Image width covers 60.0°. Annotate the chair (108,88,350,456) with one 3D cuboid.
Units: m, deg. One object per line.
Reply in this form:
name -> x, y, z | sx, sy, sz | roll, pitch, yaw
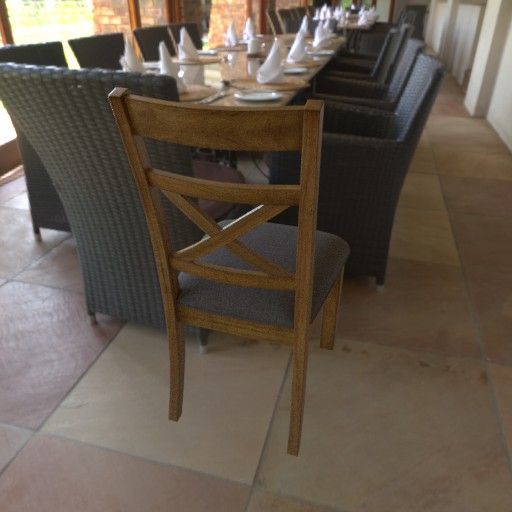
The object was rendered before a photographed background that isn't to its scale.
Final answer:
chair -> 0.000, 0.000, 1.244 | 0.470, 0.949, 0.581 | 9, 31, 16
